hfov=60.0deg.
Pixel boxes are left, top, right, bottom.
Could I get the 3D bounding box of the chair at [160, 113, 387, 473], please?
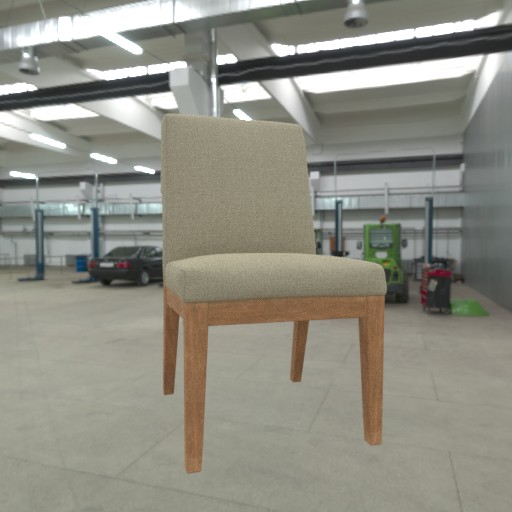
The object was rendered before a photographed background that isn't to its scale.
[{"bbox_3d":[0.000,0.000,1.264,0.507,0.911,0.586,-1,2,-17],"label":"chair"}]
